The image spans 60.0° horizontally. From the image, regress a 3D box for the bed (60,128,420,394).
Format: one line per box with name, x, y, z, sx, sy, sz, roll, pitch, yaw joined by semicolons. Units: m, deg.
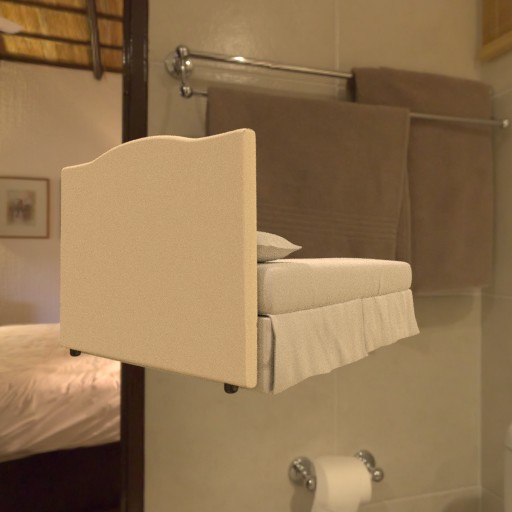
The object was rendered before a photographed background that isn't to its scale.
bed;0.000;0.000;3.692;1.977;1.437;2.477;0;0;36
